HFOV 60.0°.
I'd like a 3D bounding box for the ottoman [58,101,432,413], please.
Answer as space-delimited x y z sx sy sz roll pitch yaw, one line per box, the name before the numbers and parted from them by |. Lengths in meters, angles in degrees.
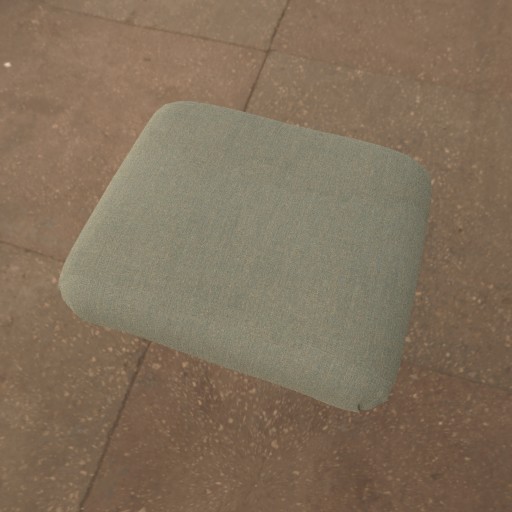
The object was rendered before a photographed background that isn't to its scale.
ottoman | 0.000 0.000 1.131 0.747 0.450 0.622 17 64 8
